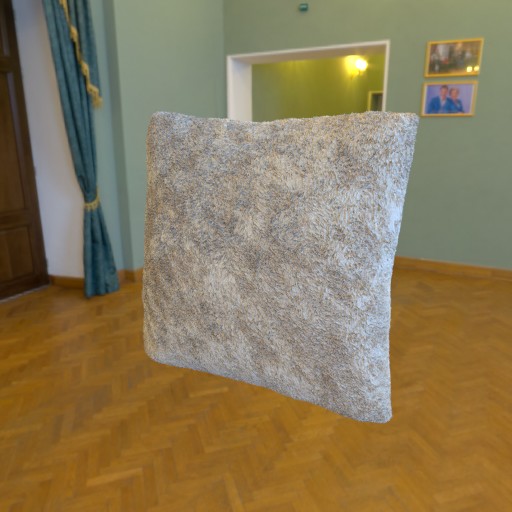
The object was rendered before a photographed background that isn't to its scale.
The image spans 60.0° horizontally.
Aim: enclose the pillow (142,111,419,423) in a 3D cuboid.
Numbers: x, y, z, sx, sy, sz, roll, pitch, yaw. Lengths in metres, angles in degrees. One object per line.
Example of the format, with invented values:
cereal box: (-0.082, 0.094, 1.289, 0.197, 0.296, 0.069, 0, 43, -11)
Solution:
pillow: (0.000, 0.000, 0.808, 0.529, 0.515, 0.218, 8, 17, 25)
